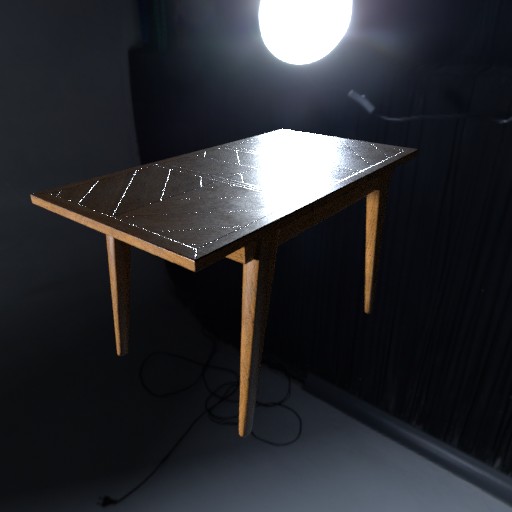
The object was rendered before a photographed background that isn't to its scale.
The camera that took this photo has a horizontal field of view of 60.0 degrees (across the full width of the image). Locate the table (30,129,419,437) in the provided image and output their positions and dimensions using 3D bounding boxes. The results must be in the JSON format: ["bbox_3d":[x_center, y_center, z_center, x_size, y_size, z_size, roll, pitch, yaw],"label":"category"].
[{"bbox_3d":[0.000,0.000,1.885,0.757,0.760,1.400,20,33,34],"label":"table"}]
